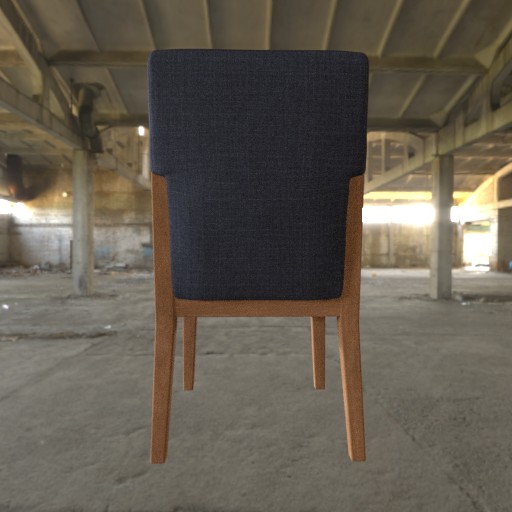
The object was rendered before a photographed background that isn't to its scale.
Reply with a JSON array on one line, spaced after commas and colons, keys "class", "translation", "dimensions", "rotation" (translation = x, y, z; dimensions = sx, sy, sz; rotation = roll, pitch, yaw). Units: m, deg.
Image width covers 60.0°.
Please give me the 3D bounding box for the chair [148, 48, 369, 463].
[{"class": "chair", "translation": [0.000, 0.000, 1.242], "dimensions": [0.507, 0.911, 0.586], "rotation": [0, 1, -1]}]
